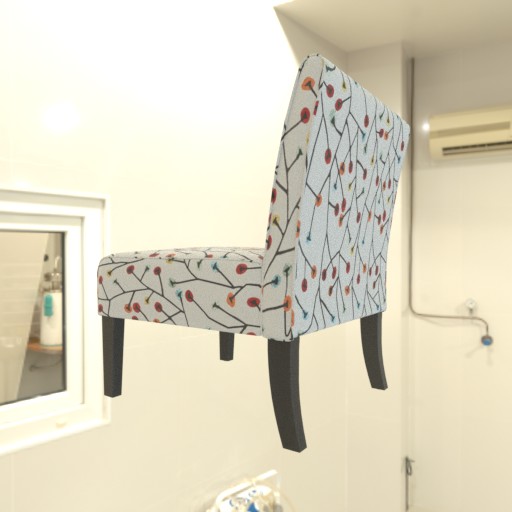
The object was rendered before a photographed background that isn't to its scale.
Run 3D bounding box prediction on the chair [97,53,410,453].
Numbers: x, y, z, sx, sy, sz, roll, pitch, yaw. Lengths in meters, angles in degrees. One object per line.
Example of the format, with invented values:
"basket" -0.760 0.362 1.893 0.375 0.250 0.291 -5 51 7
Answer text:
"chair" 0.000 0.000 1.309 0.732 0.813 0.597 0 1 35
